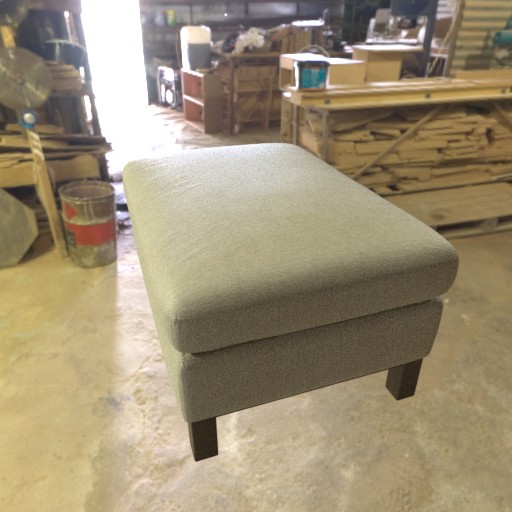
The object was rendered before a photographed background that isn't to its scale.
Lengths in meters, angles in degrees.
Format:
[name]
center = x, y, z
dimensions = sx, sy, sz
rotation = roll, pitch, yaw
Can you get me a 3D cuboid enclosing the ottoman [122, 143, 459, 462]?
[ottoman]
center = 0.000, 0.000, 1.034
dimensions = 0.528, 0.404, 0.735
rotation = -10, 31, -17
